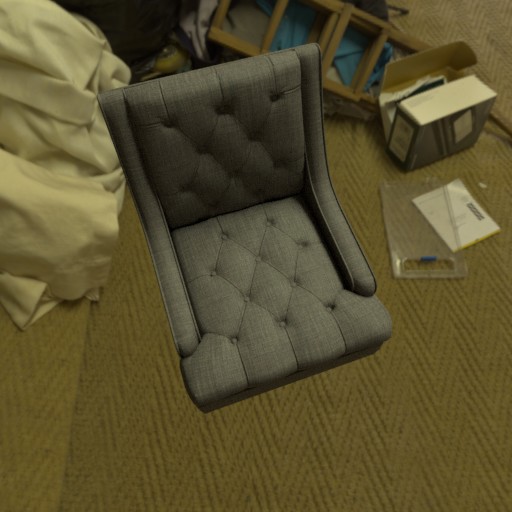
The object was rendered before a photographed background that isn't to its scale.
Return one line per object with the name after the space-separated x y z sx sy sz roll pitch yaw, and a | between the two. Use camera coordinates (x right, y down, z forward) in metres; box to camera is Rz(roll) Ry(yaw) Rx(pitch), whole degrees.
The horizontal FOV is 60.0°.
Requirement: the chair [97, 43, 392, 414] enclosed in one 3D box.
0.000 0.000 1.429 0.655 0.891 0.771 -17 63 -9 | chair
